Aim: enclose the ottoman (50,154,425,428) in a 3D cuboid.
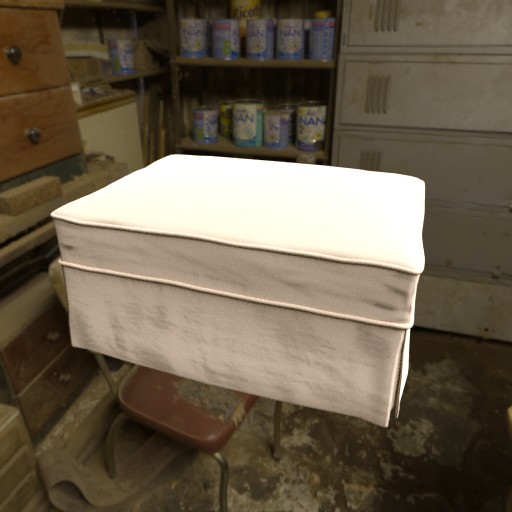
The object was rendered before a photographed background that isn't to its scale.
[{"bbox_3d":[0.000,0.000,1.337,0.944,0.479,0.703,9,28,17],"label":"ottoman"}]
